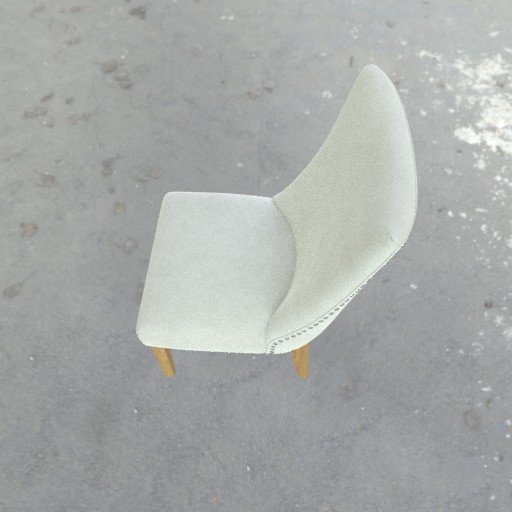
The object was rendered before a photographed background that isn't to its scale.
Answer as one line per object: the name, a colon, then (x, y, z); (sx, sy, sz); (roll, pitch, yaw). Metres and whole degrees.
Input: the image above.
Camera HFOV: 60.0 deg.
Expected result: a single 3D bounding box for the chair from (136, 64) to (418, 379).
chair: (0.000, 0.000, 1.230); (0.610, 0.902, 0.495); (3, 59, 2)
